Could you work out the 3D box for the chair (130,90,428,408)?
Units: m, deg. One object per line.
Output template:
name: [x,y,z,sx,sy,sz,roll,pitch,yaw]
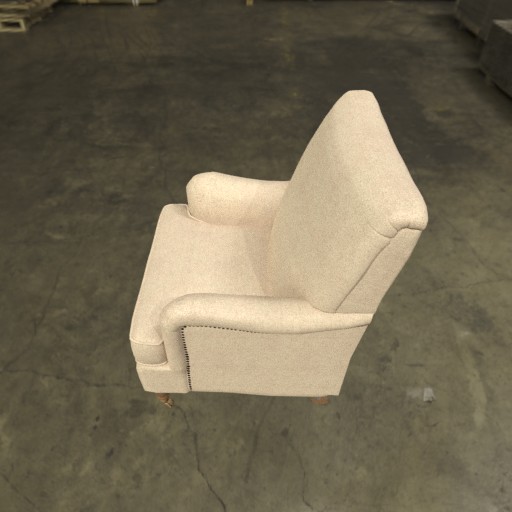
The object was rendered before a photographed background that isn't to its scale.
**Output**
chair: [0.000,0.000,1.852,0.953,1.119,0.879,0,42,0]
